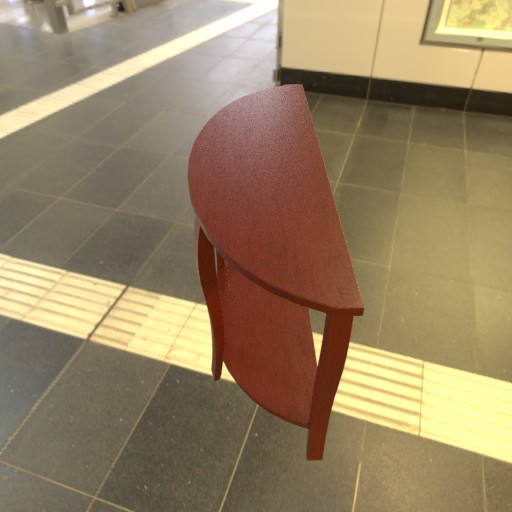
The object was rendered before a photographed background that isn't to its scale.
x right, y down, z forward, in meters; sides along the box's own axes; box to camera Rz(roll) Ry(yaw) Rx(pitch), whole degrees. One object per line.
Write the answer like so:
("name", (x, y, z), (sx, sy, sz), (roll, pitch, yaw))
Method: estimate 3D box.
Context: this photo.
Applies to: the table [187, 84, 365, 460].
("table", (0.000, 0.000, 1.591), (0.405, 0.779, 1.219), (-1, 41, -1))
